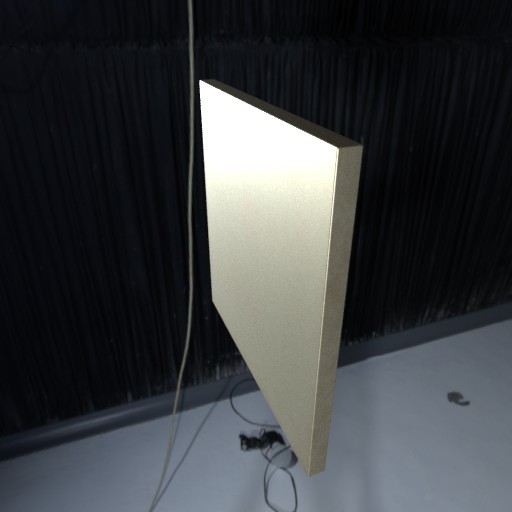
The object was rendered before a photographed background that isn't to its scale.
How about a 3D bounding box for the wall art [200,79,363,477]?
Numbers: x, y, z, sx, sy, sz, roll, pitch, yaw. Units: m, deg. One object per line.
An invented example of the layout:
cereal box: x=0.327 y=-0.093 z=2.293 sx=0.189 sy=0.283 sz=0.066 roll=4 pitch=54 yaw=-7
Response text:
wall art: x=0.000 y=0.000 z=0.761 sx=0.030 sy=0.506 sz=0.503 roll=-11 pitch=31 yaw=-19
